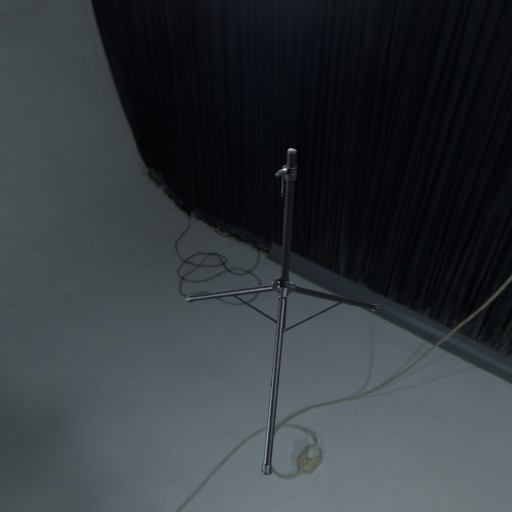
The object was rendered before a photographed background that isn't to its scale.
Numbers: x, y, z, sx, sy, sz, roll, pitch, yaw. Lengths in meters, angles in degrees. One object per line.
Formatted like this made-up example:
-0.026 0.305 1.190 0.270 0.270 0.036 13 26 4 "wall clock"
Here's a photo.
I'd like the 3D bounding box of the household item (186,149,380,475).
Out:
0.000 0.000 2.794 1.339 1.595 1.596 25 47 27 "household item"
